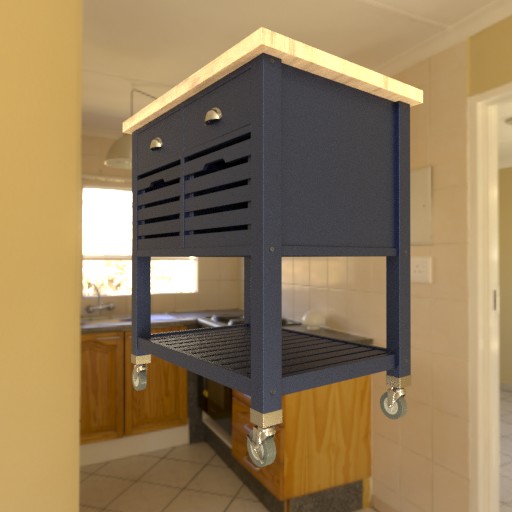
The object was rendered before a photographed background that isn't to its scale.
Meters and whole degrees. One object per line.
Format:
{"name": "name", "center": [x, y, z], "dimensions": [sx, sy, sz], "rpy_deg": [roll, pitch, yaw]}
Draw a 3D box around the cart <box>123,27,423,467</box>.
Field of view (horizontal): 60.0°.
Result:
{"name": "cart", "center": [0.000, 0.000, 1.382], "dimensions": [0.567, 0.920, 0.797], "rpy_deg": [0, 0, -37]}
